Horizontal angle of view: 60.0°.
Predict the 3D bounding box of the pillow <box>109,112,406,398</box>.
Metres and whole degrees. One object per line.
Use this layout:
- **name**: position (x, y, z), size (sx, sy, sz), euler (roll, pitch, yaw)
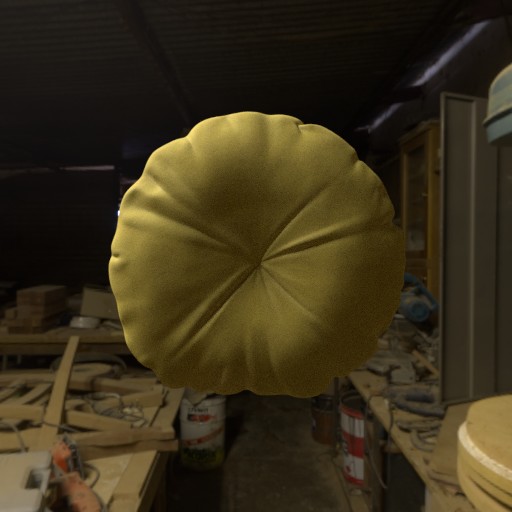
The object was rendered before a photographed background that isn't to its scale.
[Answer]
- **pillow**: position (0.000, 0.000, 0.649), size (0.428, 0.407, 0.148), euler (0, 2, 0)
